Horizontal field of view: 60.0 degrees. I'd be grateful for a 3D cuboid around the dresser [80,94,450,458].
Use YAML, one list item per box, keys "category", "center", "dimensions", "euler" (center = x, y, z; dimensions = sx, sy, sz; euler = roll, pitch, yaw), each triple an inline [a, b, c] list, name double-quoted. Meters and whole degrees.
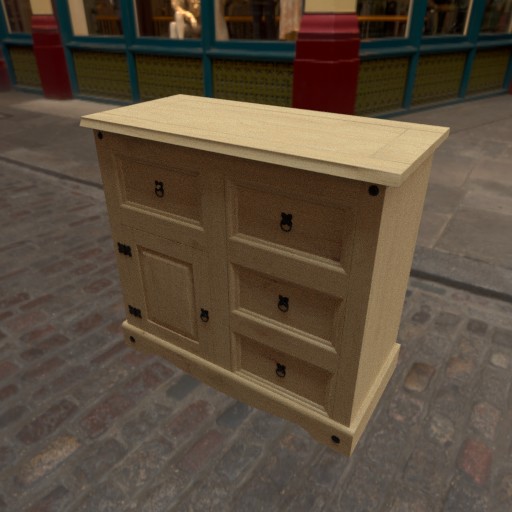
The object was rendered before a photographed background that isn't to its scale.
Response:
- category: "dresser"
  center: [0.000, 0.000, 1.408]
  dimensions: [0.915, 0.835, 0.440]
  euler: [17, 34, 28]
